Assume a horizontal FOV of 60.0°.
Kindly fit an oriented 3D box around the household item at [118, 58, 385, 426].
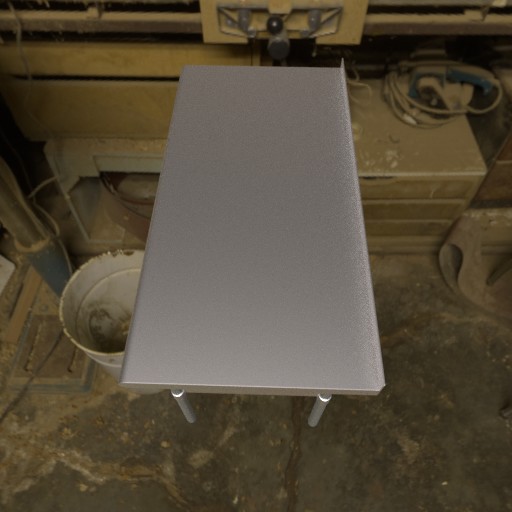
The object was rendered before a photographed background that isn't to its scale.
[{"bbox_3d":[0.000,0.000,1.673,0.610,0.851,1.219,1,57,1],"label":"household item"}]
